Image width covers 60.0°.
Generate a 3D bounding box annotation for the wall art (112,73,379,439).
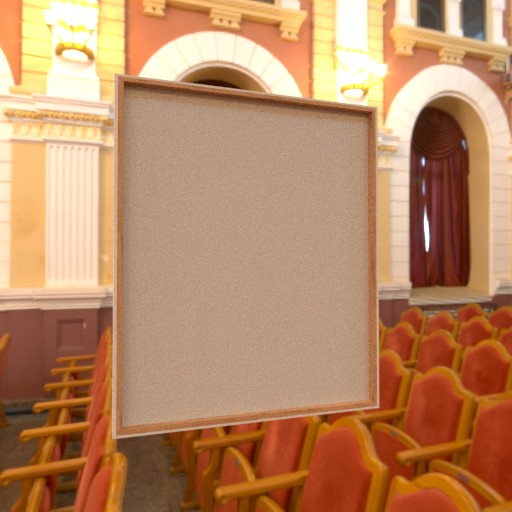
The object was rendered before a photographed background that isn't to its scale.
[{"bbox_3d":[0.000,0.000,0.829,0.508,0.606,0.037,0,-1,-18],"label":"wall art"}]
